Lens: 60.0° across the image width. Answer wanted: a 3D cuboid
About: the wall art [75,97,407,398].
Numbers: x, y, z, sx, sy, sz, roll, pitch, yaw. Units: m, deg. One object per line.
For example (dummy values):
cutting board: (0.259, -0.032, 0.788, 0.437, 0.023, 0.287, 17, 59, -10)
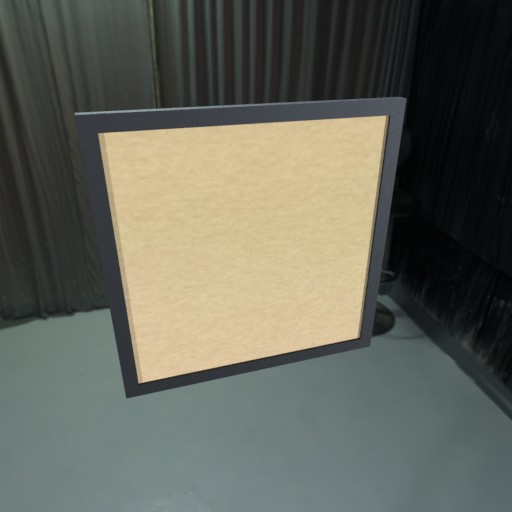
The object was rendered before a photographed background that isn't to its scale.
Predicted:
wall art: (0.000, 0.000, 0.547, 0.358, 0.357, 0.012, -8, 28, -15)
